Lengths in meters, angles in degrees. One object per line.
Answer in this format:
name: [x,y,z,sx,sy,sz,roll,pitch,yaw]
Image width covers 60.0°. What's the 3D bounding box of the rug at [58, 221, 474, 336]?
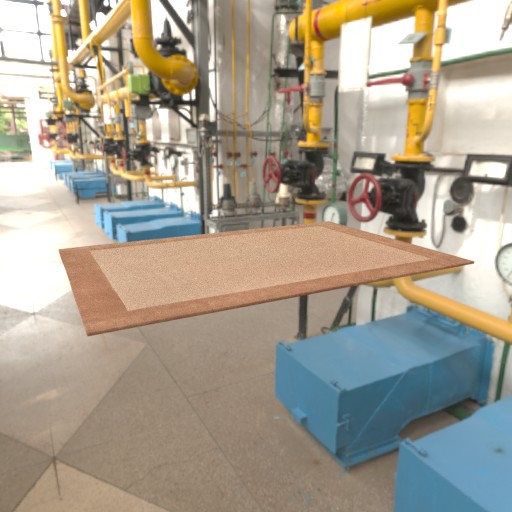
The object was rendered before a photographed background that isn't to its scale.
rug: [0.000,0.000,2.328,1.829,0.014,1.219,-8,17,-26]
